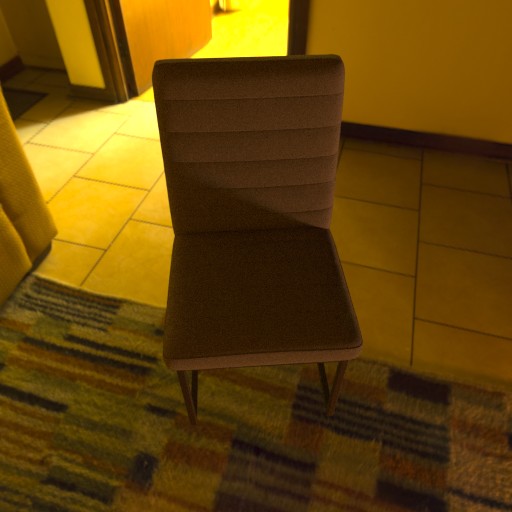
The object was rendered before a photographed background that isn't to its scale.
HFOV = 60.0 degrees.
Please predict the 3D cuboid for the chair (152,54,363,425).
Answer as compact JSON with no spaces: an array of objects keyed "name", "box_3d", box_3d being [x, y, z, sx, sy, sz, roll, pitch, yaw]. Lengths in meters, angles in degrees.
[{"name":"chair","box_3d":[0.000,0.000,1.309,0.520,0.930,0.634,-3,47,-3]}]
